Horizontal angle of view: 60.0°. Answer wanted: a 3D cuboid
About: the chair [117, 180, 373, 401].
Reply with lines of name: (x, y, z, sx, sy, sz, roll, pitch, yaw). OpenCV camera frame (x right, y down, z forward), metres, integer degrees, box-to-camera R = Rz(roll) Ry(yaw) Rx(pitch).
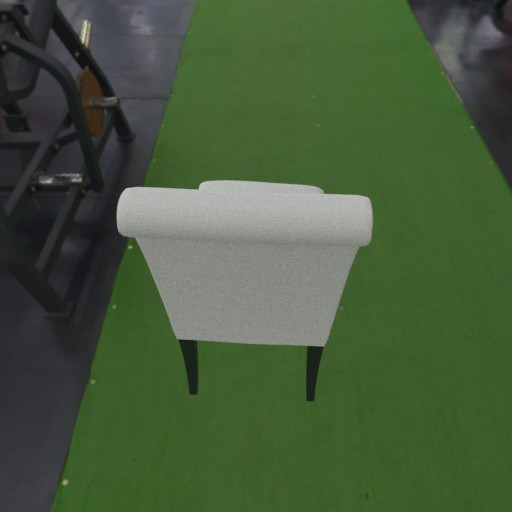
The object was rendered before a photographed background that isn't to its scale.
chair: (0.000, 0.000, 1.333, 0.452, 0.976, 0.708, 2, 49, 2)
